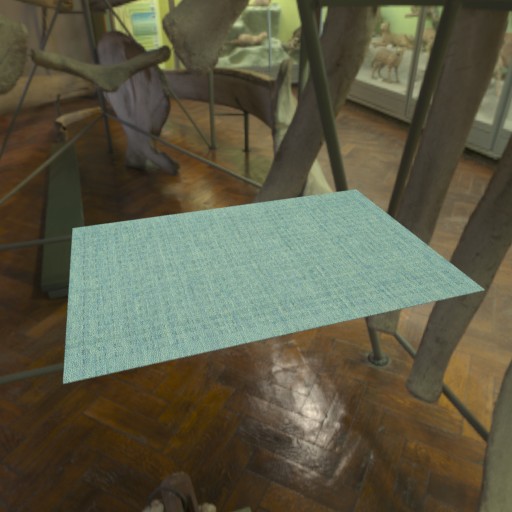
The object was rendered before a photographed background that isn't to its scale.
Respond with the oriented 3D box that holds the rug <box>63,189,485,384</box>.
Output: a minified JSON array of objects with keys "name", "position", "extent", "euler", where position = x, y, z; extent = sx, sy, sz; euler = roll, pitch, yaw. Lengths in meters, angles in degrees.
[{"name":"rug","position":[0.000,0.000,2.877],"extent":[2.286,0.006,1.522],"euler":[-10,33,-15]}]
